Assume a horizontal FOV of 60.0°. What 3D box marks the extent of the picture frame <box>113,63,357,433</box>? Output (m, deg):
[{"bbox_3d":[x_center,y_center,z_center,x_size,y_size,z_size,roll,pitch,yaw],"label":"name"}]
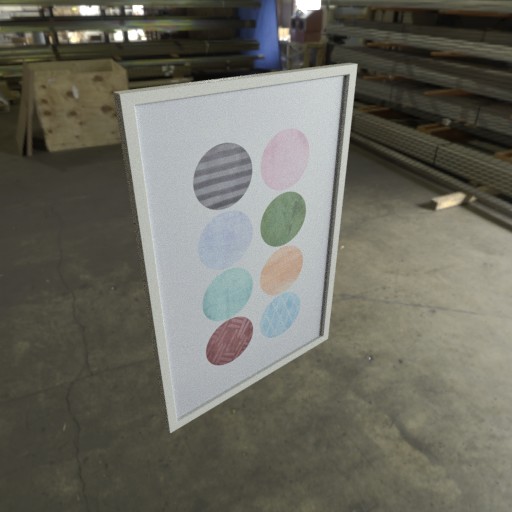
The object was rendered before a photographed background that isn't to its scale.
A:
[{"bbox_3d":[0.000,0.000,0.570,0.305,0.434,0.013,-22,37,-32],"label":"picture frame"}]
